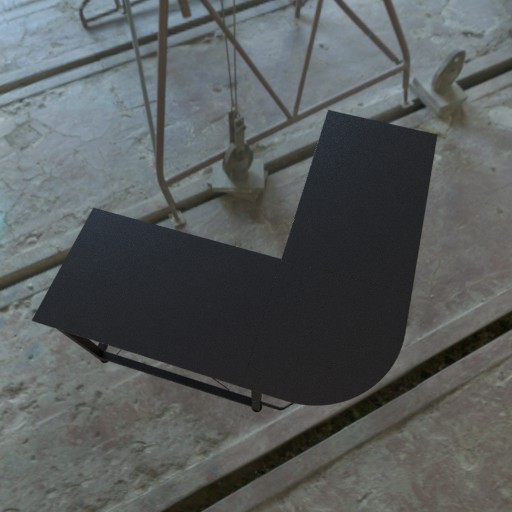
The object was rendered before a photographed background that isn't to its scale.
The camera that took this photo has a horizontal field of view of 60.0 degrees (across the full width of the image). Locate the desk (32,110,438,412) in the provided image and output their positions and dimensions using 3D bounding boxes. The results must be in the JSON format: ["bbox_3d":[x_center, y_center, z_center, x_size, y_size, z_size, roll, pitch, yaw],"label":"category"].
[{"bbox_3d":[0.000,0.000,2.271,1.400,0.762,1.400,15,65,7],"label":"desk"}]
